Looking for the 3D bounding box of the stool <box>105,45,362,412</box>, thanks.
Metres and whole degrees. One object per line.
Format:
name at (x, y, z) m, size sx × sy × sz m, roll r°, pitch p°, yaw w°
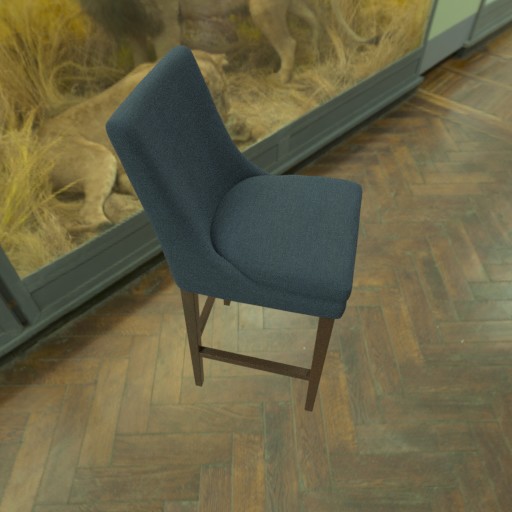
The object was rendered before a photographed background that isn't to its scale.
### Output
stool at (0.000, 0.000, 1.374) m, size 0.577 × 1.078 × 0.470 m, roll 10°, pitch 48°, yaw 9°
